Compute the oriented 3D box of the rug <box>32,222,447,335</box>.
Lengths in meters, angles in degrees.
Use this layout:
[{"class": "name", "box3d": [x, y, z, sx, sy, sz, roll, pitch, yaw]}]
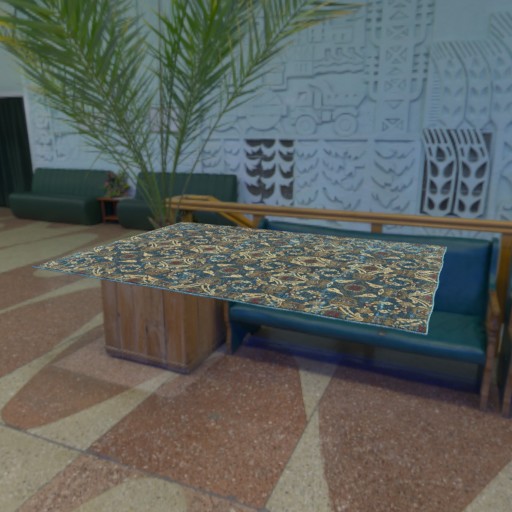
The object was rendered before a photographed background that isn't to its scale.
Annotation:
[{"class": "rug", "box3d": [0.000, 0.000, 2.861, 2.207, 0.014, 1.567, 7, 17, 24]}]
